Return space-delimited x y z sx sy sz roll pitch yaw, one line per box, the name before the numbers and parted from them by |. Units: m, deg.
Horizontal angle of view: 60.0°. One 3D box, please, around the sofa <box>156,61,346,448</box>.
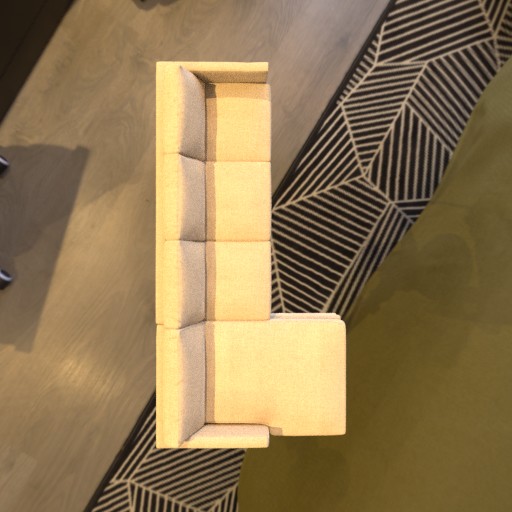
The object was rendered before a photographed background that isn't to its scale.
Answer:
sofa | 0.000 0.000 3.904 1.650 0.922 3.205 0 90 -1
